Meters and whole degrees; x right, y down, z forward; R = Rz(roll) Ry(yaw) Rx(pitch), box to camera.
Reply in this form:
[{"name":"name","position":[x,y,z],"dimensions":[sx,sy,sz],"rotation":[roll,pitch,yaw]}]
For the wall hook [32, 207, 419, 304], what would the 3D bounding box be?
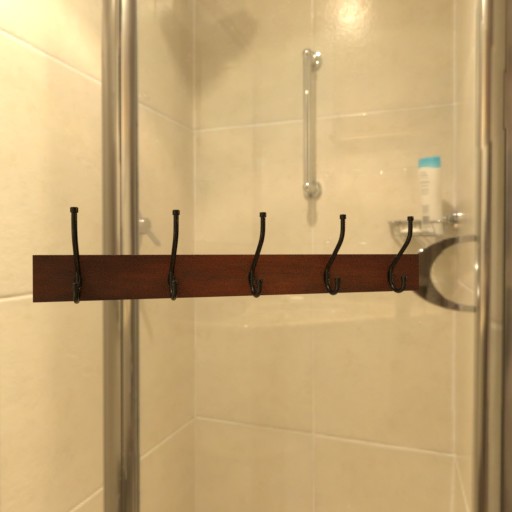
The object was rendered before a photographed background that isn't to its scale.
[{"name":"wall hook","position":[0.000,0.000,0.619],"dimensions":[0.571,0.117,0.071],"rotation":[0,1,-17]}]
